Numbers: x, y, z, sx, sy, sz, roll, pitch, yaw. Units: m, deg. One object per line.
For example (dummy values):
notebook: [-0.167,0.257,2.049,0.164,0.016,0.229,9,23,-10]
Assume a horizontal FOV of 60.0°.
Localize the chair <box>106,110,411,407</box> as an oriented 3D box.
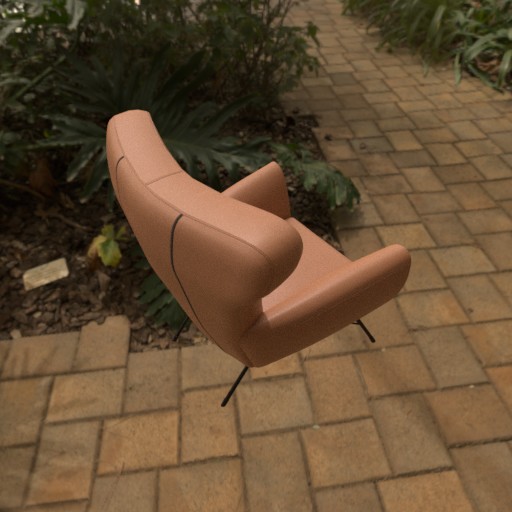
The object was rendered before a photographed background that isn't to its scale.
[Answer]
chair: [0.000,0.000,1.788,0.900,1.050,0.980,-26,48,-26]
